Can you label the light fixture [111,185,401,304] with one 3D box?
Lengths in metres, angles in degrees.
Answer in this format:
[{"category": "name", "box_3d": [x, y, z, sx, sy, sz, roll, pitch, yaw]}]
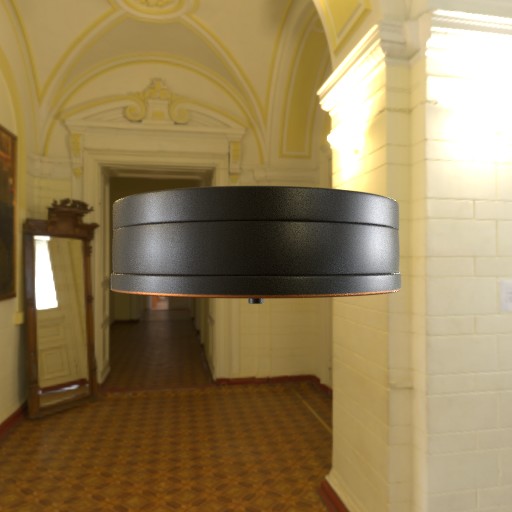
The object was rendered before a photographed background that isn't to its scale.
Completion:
[{"category": "light fixture", "box_3d": [0.000, 0.000, 0.456, 0.283, 0.097, 0.283, 0, -1, 0]}]
